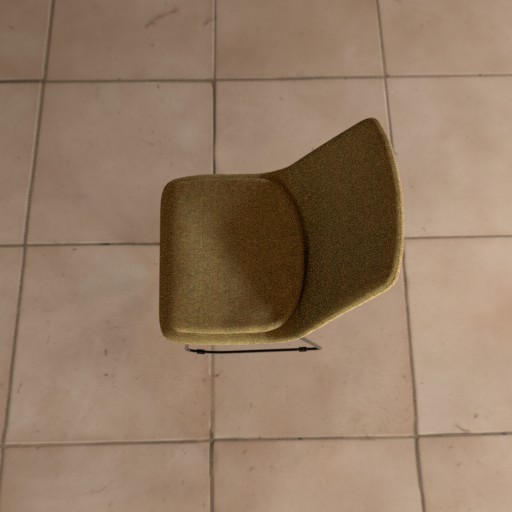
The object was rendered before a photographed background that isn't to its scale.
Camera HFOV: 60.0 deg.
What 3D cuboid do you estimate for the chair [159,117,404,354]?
[{"bbox_3d":[0.000,0.000,1.149,0.496,0.849,0.479,-2,77,-1],"label":"chair"}]
